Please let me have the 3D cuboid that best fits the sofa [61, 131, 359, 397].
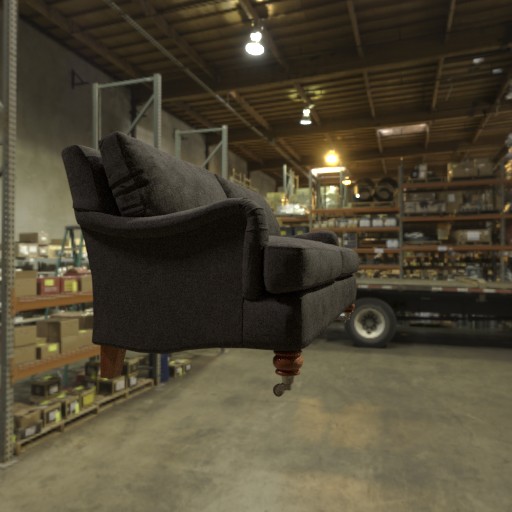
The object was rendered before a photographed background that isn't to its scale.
[{"bbox_3d":[0.000,0.000,2.704,1.087,1.054,2.160,0,0,18],"label":"sofa"}]
